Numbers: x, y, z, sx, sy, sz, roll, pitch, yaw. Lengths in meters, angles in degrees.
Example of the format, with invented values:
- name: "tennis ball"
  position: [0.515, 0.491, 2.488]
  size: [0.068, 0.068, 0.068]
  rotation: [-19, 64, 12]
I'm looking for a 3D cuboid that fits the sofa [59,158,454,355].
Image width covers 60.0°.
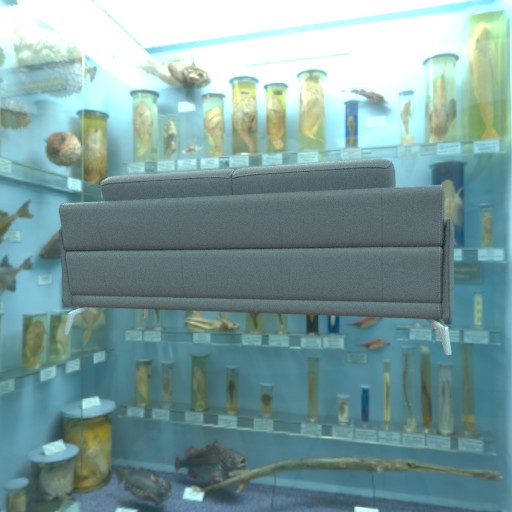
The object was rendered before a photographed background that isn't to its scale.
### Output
- name: "sofa"
  position: [0.000, 0.000, 2.626]
  size: [2.100, 0.900, 0.969]
  rotation: [0, -1, 17]
